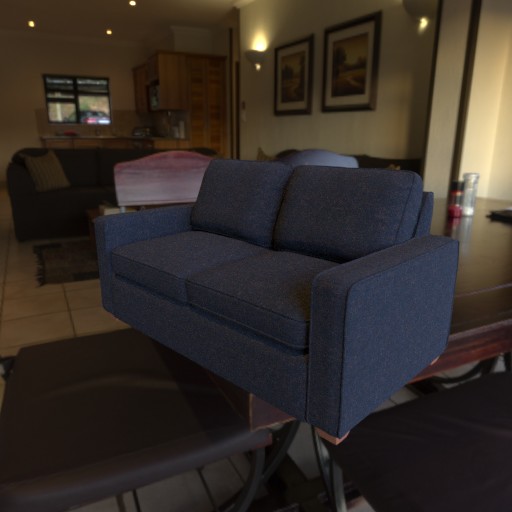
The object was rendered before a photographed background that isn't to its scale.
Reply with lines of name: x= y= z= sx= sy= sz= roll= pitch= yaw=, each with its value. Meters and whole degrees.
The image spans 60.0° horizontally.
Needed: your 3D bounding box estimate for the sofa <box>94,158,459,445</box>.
sofa: x=0.000 y=0.000 z=2.282 sx=1.709 sy=0.918 sz=0.947 roll=15 pitch=21 yaw=42
